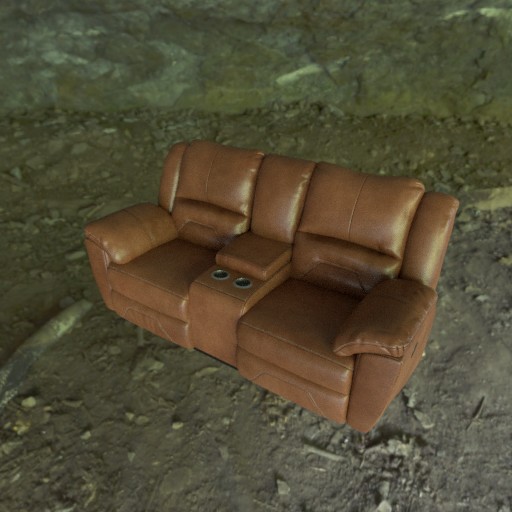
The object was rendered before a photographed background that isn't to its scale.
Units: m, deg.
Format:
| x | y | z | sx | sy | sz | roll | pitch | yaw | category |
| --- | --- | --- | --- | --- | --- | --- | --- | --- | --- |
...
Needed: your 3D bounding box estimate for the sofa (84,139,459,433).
| x | y | z | sx | sy | sz | roll | pitch | yaw | category |
| --- | --- | --- | --- | --- | --- | --- | --- | --- | --- |
| 0.000 | 0.000 | 2.657 | 2.058 | 1.043 | 0.991 | 18 | 34 | 29 | sofa |
